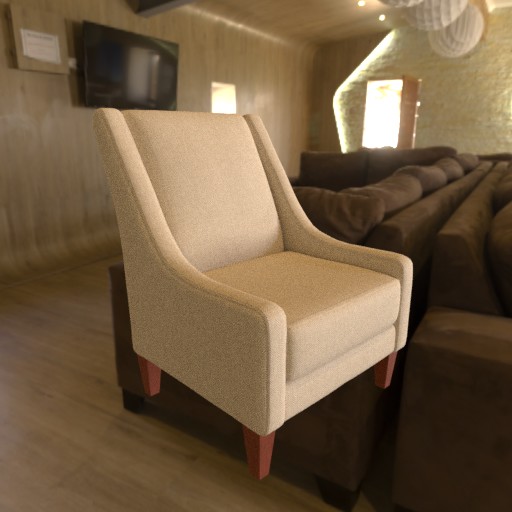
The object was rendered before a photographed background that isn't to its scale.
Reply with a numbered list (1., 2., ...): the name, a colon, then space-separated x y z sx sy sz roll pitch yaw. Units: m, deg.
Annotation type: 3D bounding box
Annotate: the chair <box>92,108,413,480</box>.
1. chair: 0.000 0.000 1.592 0.774 1.014 0.870 -14 21 -42
